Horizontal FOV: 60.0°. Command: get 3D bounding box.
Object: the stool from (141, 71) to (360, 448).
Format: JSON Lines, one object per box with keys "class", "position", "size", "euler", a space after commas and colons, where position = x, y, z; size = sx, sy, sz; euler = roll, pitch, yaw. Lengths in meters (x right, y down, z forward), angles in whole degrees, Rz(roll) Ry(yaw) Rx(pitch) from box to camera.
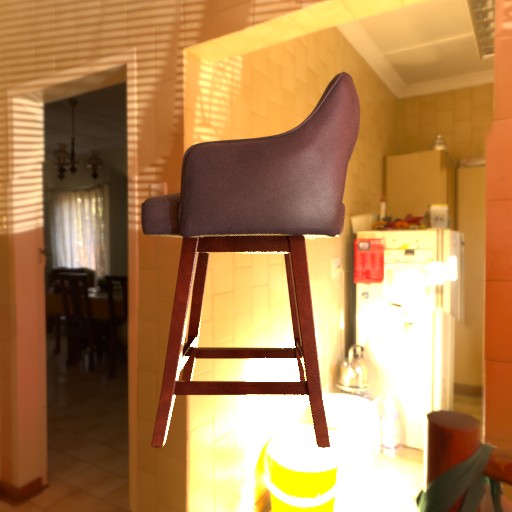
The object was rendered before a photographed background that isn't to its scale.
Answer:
{"class": "stool", "position": [0.000, 0.000, 1.286], "size": [0.560, 0.936, 0.550], "euler": [0, 2, 1]}
